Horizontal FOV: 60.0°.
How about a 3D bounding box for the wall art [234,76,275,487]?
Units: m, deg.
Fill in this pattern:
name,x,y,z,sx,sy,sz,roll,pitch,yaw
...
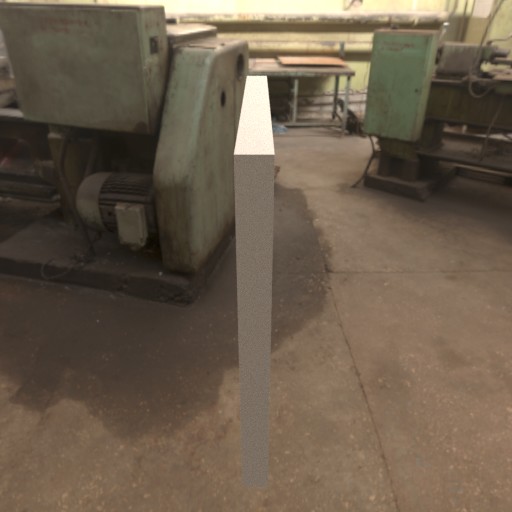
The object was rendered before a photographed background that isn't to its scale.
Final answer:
name,x,y,z,sx,sy,sz,roll,pitch,yaw
wall art,0.000,0.000,0.759,0.038,0.508,0.507,0,30,0
